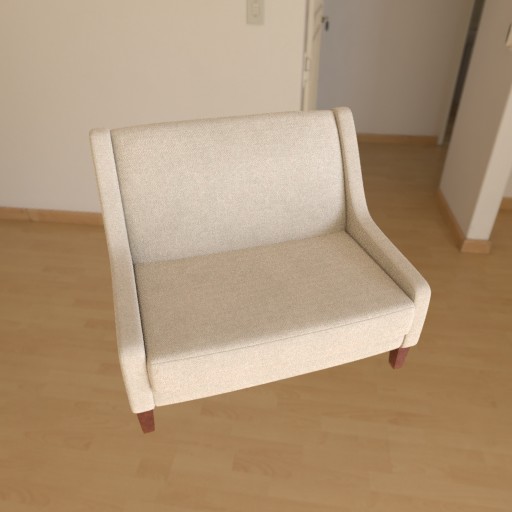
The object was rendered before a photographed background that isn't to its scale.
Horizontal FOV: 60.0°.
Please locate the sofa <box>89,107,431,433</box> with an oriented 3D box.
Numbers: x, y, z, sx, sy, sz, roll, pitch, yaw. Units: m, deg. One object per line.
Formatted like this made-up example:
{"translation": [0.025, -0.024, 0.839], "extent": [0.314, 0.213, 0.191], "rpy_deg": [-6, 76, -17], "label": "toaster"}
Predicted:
{"translation": [0.000, 0.000, 1.921], "extent": [1.212, 0.976, 0.946], "rpy_deg": [-10, 34, -14], "label": "sofa"}
